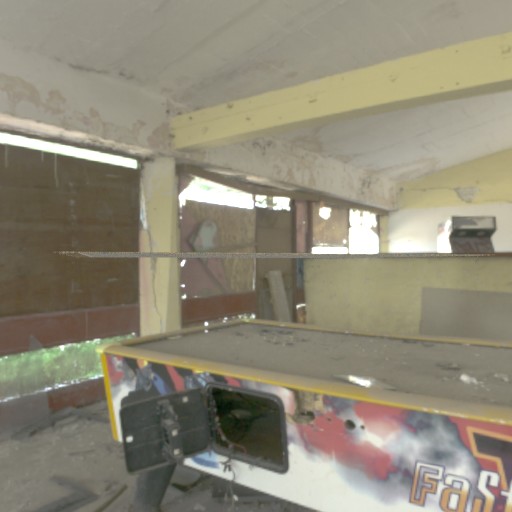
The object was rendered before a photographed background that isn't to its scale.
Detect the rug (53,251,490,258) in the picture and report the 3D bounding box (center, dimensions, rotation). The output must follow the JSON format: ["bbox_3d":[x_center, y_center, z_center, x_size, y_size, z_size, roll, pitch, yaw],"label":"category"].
[{"bbox_3d":[0.000,0.000,3.389,2.651,0.010,1.971,0,-1,-19],"label":"rug"}]
